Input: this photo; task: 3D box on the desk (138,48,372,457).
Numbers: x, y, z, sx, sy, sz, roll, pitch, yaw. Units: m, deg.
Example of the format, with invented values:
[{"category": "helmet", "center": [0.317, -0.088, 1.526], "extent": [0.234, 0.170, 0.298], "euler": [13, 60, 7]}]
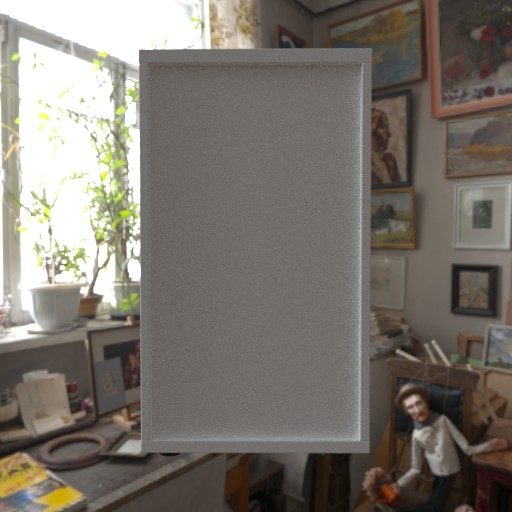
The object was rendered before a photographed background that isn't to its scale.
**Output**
[{"category": "desk", "center": [0.000, 0.000, 1.073], "extent": [0.404, 0.730, 0.600], "euler": [0, 1, 0]}]
